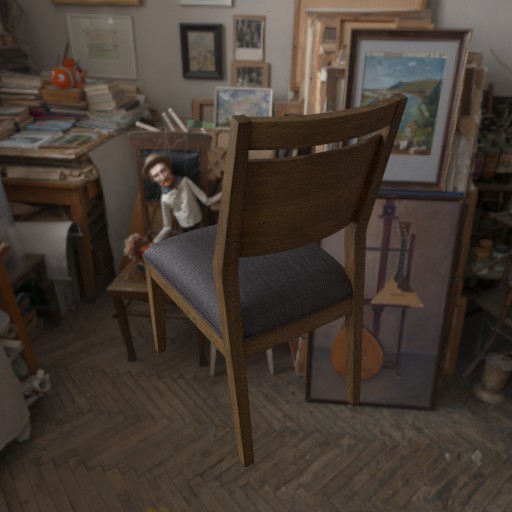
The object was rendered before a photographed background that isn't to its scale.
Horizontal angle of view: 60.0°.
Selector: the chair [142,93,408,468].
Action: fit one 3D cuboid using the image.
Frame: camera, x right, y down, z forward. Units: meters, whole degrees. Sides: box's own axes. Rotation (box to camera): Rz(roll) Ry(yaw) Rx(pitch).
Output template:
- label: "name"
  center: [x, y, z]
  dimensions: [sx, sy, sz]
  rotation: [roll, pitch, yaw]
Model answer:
- label: "chair"
  center: [0.000, 0.000, 1.290]
  dimensions: [0.501, 0.939, 0.610]
  rotation: [-17, 34, -28]
